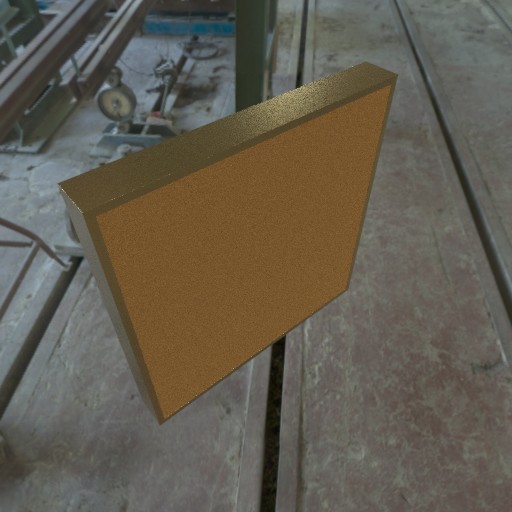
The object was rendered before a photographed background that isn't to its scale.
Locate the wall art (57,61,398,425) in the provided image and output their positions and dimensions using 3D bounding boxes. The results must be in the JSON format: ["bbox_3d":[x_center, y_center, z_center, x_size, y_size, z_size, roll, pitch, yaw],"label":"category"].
[{"bbox_3d":[0.000,0.000,0.455,0.304,0.304,0.038,-31,53,-26],"label":"wall art"}]
